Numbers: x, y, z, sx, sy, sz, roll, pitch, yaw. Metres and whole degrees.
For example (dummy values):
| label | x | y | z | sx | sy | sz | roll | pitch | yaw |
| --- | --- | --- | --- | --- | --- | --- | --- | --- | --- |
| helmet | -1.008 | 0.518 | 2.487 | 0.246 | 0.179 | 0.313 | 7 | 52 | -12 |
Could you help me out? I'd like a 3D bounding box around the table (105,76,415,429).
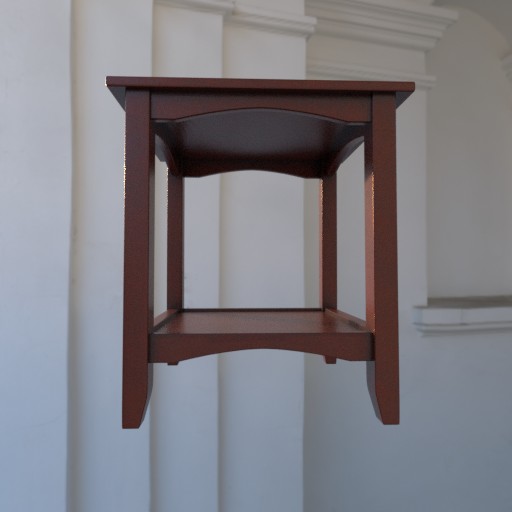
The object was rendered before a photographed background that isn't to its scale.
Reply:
| label | x | y | z | sx | sy | sz | roll | pitch | yaw |
| --- | --- | --- | --- | --- | --- | --- | --- | --- | --- |
| table | 0.000 | 0.000 | 0.957 | 0.522 | 0.558 | 0.523 | 0 | -2 | 0 |
